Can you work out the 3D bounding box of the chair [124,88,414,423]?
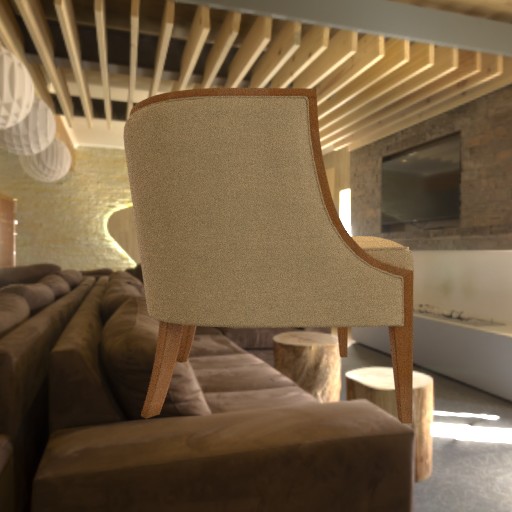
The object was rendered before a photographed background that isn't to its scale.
[{"bbox_3d":[0.000,0.000,1.356,0.757,0.775,0.711,0,1,-2],"label":"chair"}]
